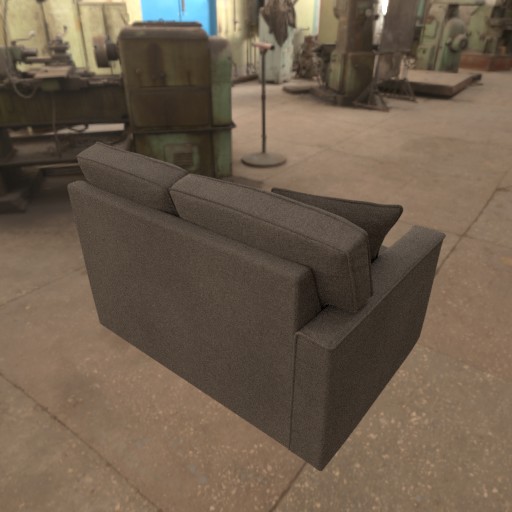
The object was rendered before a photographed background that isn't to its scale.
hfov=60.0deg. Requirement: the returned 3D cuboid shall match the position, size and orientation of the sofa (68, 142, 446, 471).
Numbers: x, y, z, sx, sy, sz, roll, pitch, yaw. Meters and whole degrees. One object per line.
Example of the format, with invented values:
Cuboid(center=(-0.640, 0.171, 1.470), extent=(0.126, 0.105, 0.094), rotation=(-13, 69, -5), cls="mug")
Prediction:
Cuboid(center=(0.000, 0.000, 2.066), extent=(1.388, 0.989, 0.991), rotation=(22, 36, 33), cls="sofa")
